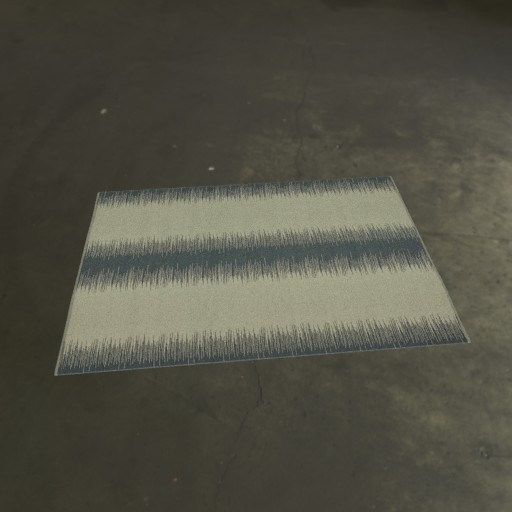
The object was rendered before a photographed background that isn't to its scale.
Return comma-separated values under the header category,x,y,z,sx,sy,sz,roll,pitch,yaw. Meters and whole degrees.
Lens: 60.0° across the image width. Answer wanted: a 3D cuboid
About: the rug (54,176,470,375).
category,x,y,z,sx,sy,sz,roll,pitch,yaw
rug,0.000,0.000,2.367,1.854,0.006,1.234,-4,47,-3
